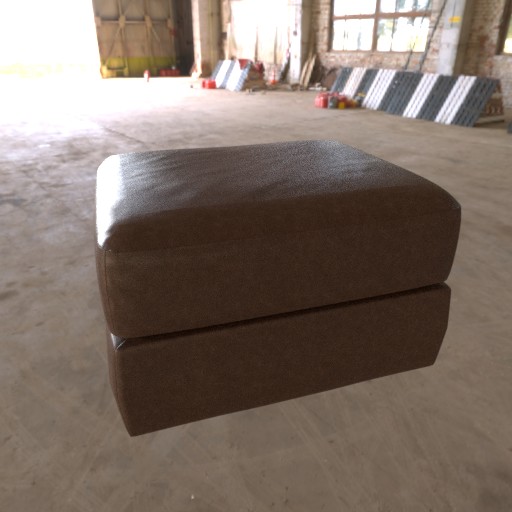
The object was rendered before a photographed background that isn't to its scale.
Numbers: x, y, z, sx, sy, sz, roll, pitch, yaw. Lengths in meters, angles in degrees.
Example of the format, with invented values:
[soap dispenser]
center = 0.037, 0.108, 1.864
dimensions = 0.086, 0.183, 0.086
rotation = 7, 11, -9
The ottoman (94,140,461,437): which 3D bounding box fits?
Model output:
[ottoman]
center = 0.000, 0.000, 1.114
dimensions = 0.751, 0.476, 0.603
rotation = -8, 27, -16
